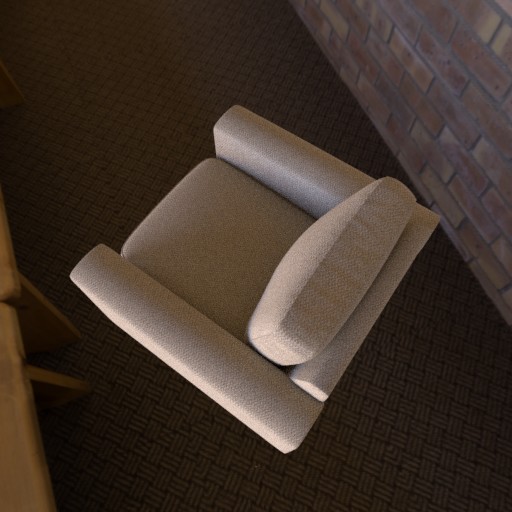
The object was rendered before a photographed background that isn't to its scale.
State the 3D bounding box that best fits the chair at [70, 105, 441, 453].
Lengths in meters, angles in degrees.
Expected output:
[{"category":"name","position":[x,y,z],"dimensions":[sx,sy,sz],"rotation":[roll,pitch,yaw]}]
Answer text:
[{"category":"chair","position":[0.000,0.000,1.734],"dimensions":[1.016,0.873,1.005],"rotation":[33,69,14]}]
